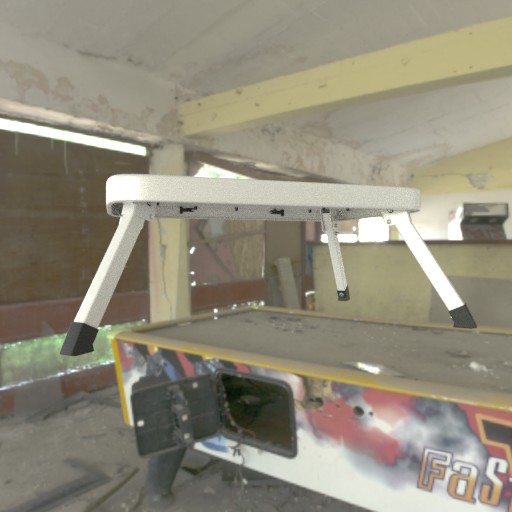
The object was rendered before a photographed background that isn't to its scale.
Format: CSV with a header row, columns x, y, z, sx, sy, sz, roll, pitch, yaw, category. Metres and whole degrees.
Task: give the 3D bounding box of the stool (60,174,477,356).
x,y,z,sx,sy,sz,roll,pitch,yaw,category
0.000,0.000,0.601,0.460,0.170,0.320,0,1,-18,stool
